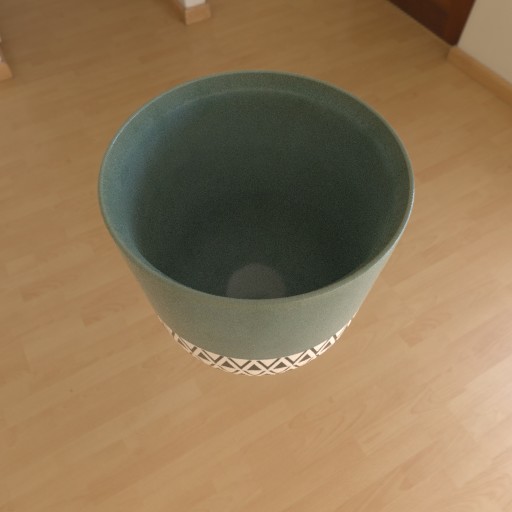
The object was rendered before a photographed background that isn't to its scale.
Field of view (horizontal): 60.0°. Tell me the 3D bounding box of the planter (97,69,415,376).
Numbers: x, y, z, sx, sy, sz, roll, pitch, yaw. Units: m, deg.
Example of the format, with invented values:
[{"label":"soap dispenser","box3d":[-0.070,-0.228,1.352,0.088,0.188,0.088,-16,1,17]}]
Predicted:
[{"label":"planter","box3d":[0.000,0.000,0.370,0.198,0.214,0.198,0,57,0]}]
